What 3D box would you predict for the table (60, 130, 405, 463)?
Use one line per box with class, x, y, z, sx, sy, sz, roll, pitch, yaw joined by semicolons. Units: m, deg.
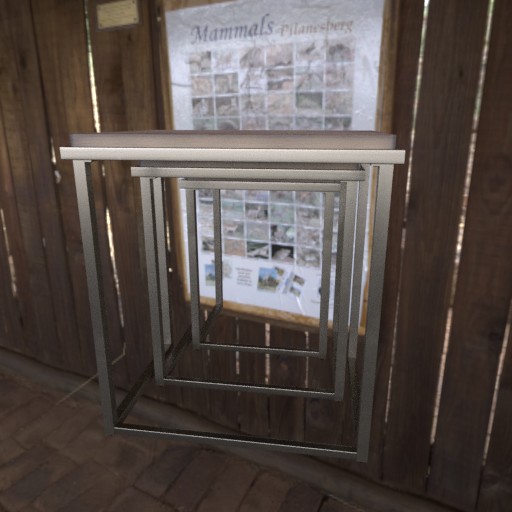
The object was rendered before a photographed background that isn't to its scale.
table;0.000;0.000;1.119;0.559;0.610;0.706;3;17;8
